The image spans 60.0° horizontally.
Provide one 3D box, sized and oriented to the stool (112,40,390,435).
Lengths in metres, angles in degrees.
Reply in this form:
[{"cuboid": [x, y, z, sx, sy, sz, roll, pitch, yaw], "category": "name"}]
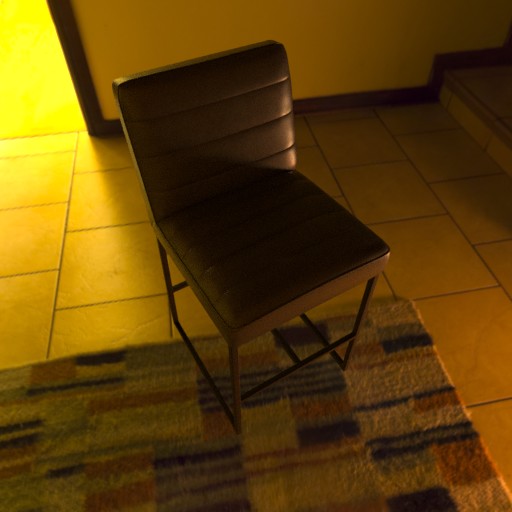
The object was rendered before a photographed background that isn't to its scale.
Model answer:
[{"cuboid": [0.000, 0.000, 1.254, 0.457, 0.938, 0.552, -24, 52, -20], "category": "stool"}]
